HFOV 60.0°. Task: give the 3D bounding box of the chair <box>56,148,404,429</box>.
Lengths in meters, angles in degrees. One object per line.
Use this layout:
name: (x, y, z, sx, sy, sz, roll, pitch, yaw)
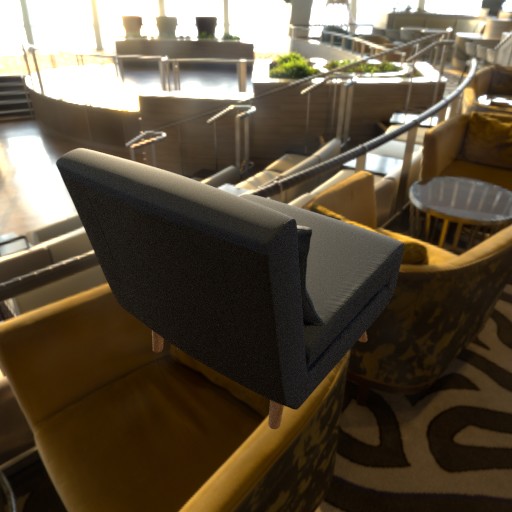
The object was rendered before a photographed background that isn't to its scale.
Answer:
chair: (0.000, 0.000, 1.537, 0.770, 0.808, 0.900, 22, 38, 32)
